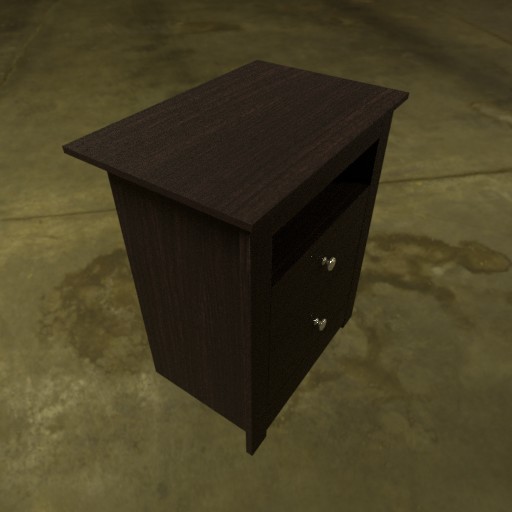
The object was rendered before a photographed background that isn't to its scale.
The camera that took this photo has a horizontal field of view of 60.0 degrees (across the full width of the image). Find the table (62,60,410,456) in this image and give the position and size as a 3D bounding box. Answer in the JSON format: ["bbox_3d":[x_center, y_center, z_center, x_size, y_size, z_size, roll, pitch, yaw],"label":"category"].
[{"bbox_3d":[0.000,0.000,1.092,0.406,0.711,0.591,24,46,26],"label":"table"}]
